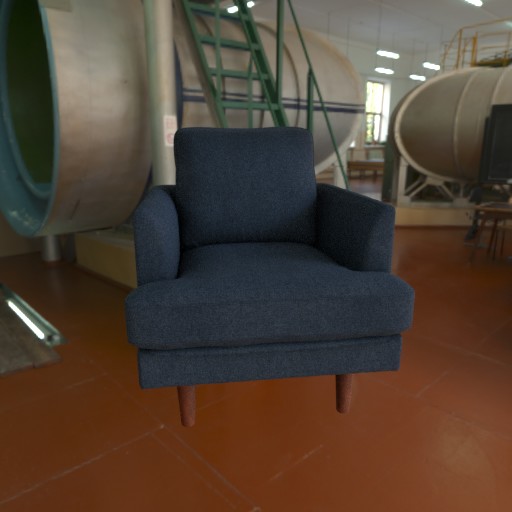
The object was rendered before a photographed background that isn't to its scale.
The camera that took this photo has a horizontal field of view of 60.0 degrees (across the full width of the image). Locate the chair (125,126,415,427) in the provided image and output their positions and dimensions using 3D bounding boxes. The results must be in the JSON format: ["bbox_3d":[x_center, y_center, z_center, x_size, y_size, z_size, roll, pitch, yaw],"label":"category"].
[{"bbox_3d":[0.000,0.000,1.676,0.858,0.957,0.899,-2,15,-8],"label":"chair"}]
